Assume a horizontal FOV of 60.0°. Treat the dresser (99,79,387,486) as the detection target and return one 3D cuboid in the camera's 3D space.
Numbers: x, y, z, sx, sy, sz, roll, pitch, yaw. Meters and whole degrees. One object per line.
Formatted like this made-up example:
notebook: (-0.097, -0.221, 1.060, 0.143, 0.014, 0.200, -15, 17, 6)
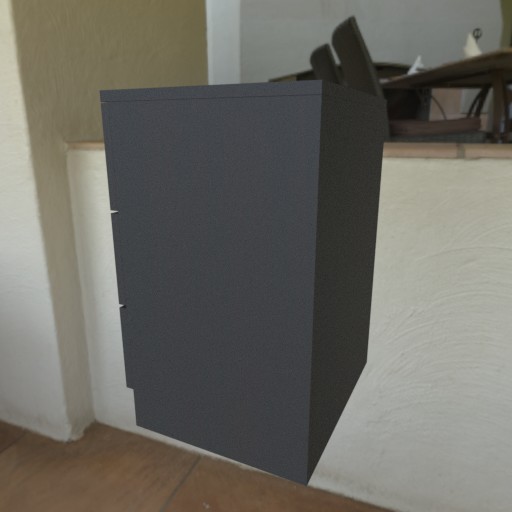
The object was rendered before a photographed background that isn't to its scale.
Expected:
dresser: (0.000, 0.000, 0.823, 0.360, 0.560, 0.400, 8, 18, 25)
